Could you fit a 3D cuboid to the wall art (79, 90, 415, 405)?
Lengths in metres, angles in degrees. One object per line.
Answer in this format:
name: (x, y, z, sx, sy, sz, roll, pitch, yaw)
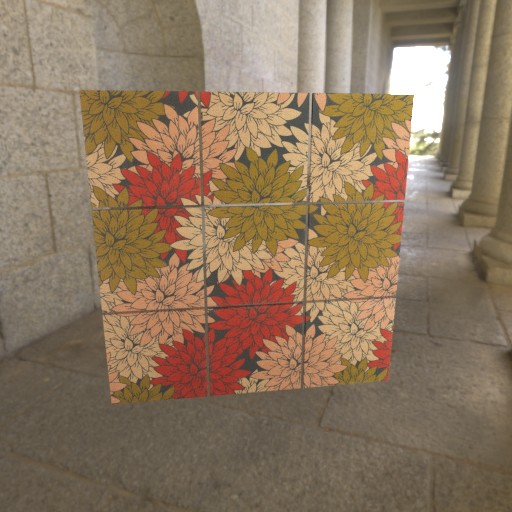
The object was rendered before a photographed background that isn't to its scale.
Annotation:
wall art: (0.000, 0.000, 1.315, 0.904, 0.913, 0.013, -2, 16, -8)
